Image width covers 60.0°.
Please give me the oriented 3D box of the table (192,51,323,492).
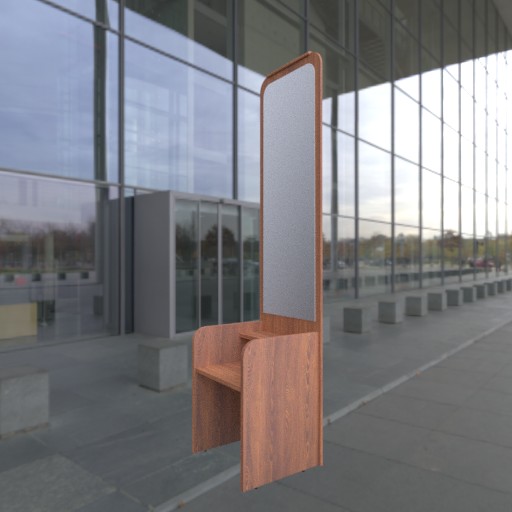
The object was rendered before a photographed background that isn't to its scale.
[{"bbox_3d":[0.000,0.000,1.999,0.420,1.830,0.450,0,0,-35],"label":"table"}]
